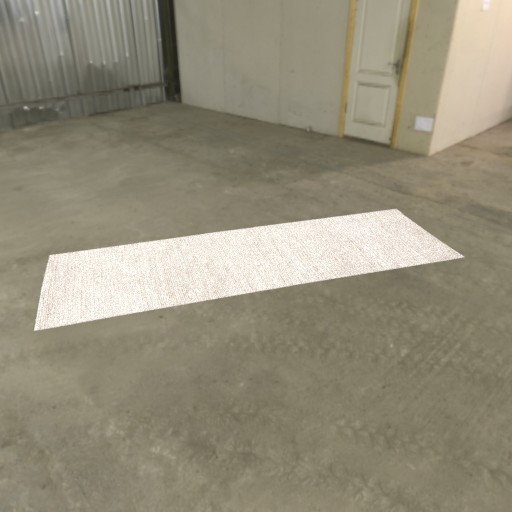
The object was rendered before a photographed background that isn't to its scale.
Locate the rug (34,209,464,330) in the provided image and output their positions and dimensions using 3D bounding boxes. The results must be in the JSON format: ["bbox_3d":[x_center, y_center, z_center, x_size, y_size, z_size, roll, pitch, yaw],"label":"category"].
[{"bbox_3d":[0.000,0.000,2.610,2.346,0.013,0.712,-9,32,-14],"label":"rug"}]
